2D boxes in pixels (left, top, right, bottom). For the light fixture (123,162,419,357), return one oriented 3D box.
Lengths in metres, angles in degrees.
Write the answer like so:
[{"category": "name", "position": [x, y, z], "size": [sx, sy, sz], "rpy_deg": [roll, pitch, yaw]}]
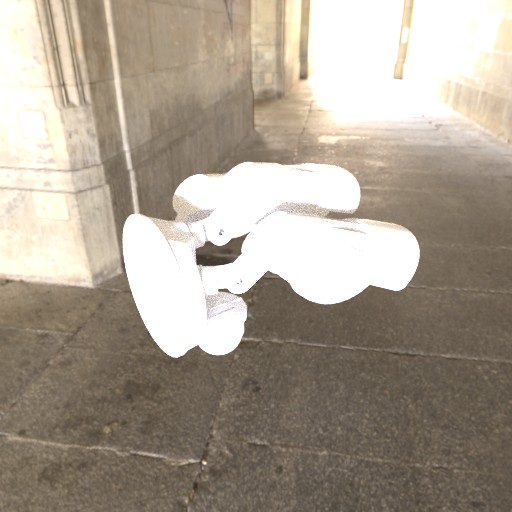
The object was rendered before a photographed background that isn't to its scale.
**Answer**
[{"category": "light fixture", "position": [0.000, 0.000, 0.555], "size": [0.278, 0.237, 0.369], "rpy_deg": [-18, 32, -32]}]
